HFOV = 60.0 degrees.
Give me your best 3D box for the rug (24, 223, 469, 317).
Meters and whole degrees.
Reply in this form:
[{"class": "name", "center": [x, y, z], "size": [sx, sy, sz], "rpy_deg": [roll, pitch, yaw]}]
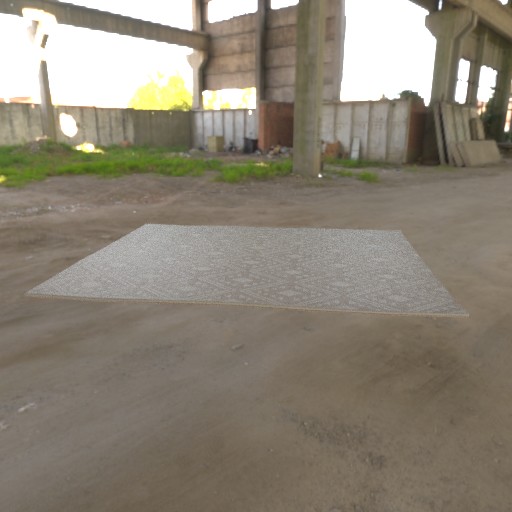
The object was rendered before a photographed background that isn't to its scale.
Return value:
[{"class": "rug", "center": [0.000, 0.000, 4.101], "size": [3.011, 0.054, 2.399], "rpy_deg": [2, 16, 7]}]
